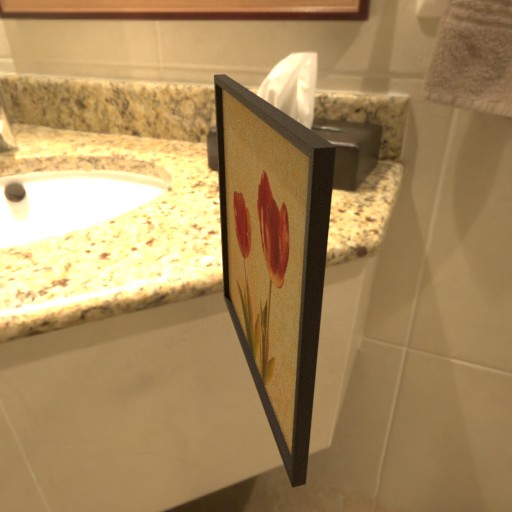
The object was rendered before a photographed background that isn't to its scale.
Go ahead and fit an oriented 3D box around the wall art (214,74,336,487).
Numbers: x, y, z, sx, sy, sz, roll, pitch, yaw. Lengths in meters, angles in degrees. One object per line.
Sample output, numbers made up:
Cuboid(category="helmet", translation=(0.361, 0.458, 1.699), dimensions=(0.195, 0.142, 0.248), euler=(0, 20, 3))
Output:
Cuboid(category="wall art", translation=(0.000, 0.000, 1.185), dimensions=(0.043, 0.807, 0.805), euler=(-8, 30, -13))
